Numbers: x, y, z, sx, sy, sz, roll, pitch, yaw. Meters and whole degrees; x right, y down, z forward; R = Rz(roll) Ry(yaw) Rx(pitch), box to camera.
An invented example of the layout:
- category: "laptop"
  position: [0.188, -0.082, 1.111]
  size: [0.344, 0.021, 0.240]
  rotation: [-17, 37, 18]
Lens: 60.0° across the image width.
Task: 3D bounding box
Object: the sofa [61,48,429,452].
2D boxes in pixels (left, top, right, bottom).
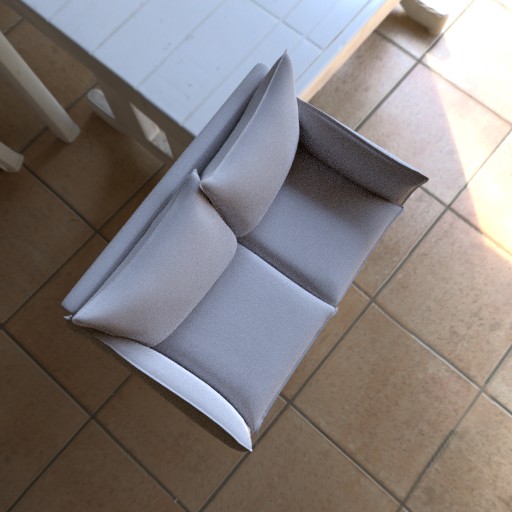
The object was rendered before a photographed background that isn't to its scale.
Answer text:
- category: "sofa"
  position: [0.000, 0.000, 1.837]
  size: [0.820, 0.840, 1.300]
  rotation: [34, 78, 8]
